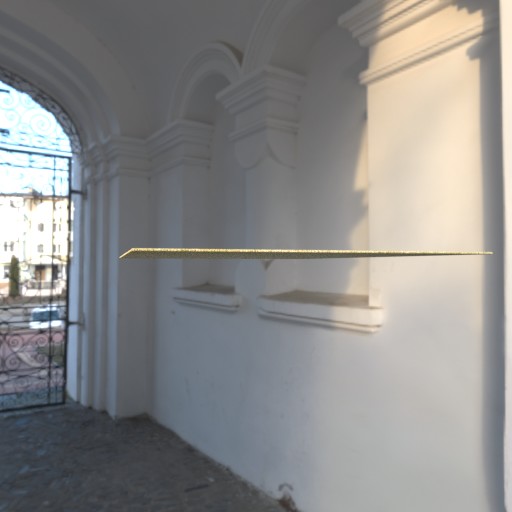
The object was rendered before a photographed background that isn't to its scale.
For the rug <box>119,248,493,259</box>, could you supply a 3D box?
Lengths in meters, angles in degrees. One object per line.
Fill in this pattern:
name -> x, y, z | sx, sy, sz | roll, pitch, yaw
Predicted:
rug -> 0.000, 0.000, 4.223 | 2.425, 0.016, 3.198 | 0, -1, -18
